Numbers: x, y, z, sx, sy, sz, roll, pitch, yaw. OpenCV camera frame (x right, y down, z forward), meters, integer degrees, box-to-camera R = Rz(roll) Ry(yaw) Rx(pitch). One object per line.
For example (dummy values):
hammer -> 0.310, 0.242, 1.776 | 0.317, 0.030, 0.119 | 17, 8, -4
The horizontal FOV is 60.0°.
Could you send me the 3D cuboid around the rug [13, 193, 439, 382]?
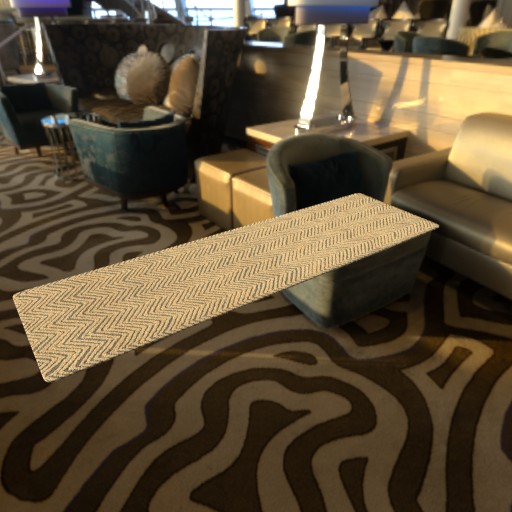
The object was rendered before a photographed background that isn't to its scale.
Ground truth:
rug -> 0.000, 0.000, 2.384 | 2.286, 0.008, 0.686 | -19, 34, -30
